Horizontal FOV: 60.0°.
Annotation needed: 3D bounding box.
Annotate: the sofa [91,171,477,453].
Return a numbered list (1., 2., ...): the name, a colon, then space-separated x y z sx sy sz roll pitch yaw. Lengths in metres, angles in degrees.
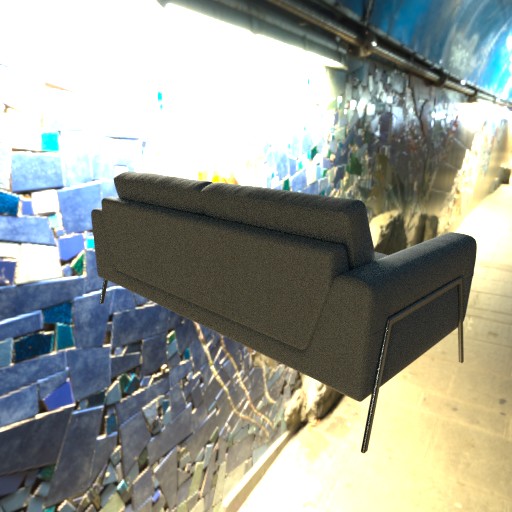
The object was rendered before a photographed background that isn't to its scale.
1. sofa: 0.000 0.000 2.464 2.017 0.875 0.953 15 22 43
